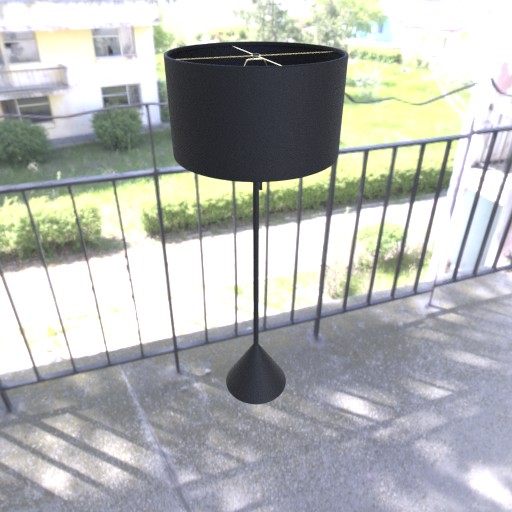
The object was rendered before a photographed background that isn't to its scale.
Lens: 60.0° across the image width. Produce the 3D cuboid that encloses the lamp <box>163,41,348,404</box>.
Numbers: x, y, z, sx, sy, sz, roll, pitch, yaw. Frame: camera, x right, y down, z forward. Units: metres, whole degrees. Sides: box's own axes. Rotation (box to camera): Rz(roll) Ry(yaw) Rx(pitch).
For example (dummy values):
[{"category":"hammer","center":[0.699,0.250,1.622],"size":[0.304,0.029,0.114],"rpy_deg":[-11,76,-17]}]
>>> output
[{"category":"lamp","center":[0.000,0.000,1.809],"size":[0.580,1.526,0.580],"rpy_deg":[-11,33,-16]}]
